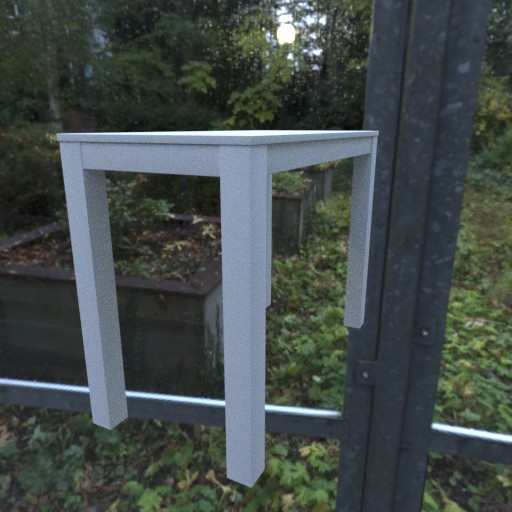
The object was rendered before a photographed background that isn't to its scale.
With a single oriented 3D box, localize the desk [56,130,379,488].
[{"bbox_3d":[0.000,0.000,1.415,0.497,0.762,0.990,8,18,26],"label":"desk"}]
